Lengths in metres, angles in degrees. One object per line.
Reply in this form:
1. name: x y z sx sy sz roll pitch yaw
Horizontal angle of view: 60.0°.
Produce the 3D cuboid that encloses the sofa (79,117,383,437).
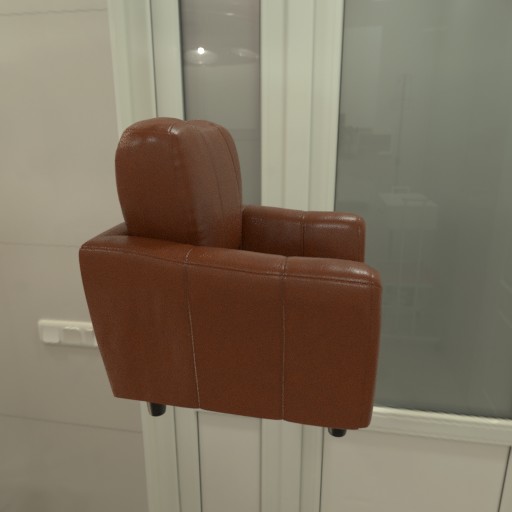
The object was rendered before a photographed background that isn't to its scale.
1. sofa: 0.000 0.000 1.476 0.789 0.876 0.836 3 16 10
